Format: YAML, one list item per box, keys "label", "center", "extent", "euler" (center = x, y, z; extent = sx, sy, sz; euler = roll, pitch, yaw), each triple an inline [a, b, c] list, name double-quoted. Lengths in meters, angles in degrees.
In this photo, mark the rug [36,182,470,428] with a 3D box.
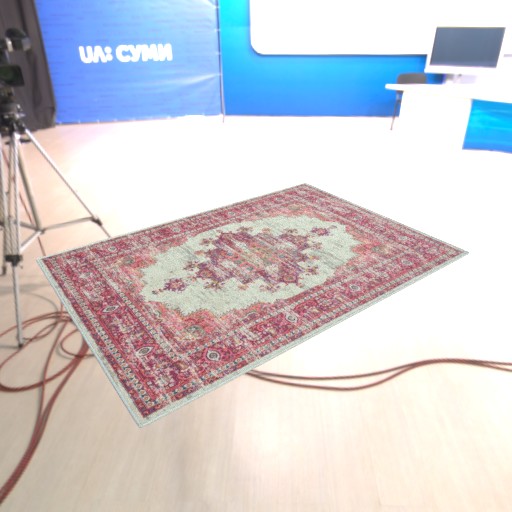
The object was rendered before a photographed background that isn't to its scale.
- label: "rug"
  center: [0.000, 0.000, 2.766]
  extent: [2.232, 0.011, 1.555]
  euler: [-20, 36, -31]
